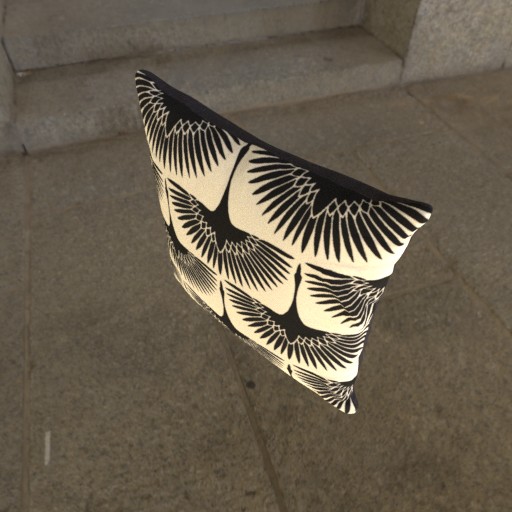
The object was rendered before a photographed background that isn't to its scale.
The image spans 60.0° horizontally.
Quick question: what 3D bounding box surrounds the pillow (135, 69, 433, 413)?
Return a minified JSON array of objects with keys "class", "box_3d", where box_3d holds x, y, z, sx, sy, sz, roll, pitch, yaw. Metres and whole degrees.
[{"class":"pillow","box_3d":[0.000,0.000,0.655,0.432,0.432,0.139,33,55,27]}]
